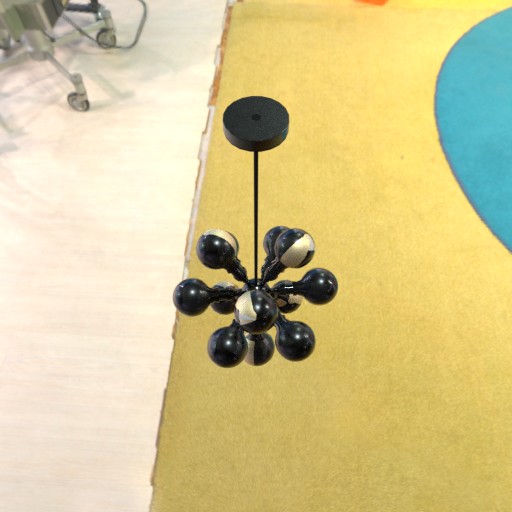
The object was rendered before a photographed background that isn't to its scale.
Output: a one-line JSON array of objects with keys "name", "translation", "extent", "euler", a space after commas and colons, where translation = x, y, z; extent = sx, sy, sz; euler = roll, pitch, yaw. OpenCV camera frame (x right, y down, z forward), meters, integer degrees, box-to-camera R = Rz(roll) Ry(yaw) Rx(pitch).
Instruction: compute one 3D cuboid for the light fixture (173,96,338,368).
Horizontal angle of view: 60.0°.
[{"name": "light fixture", "translation": [0.000, 0.000, 1.093], "extent": [0.420, 0.859, 0.468], "euler": [-31, 63, -18]}]
